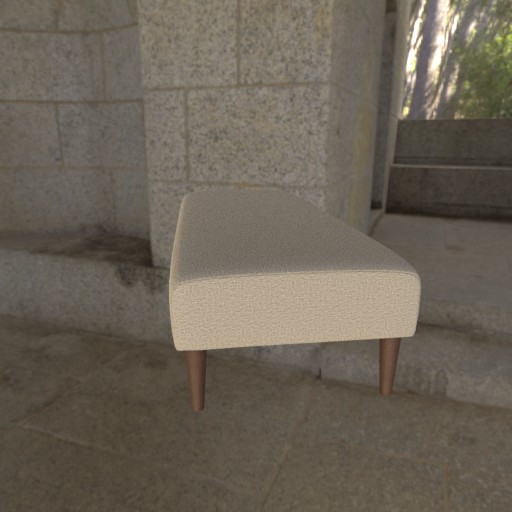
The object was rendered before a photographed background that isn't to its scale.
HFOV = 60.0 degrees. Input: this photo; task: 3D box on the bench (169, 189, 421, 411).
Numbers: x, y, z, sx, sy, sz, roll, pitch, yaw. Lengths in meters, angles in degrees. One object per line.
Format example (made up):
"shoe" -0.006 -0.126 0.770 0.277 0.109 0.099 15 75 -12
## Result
"bench" 0.000 0.000 1.851 0.646 0.393 1.609 -2 15 -8
